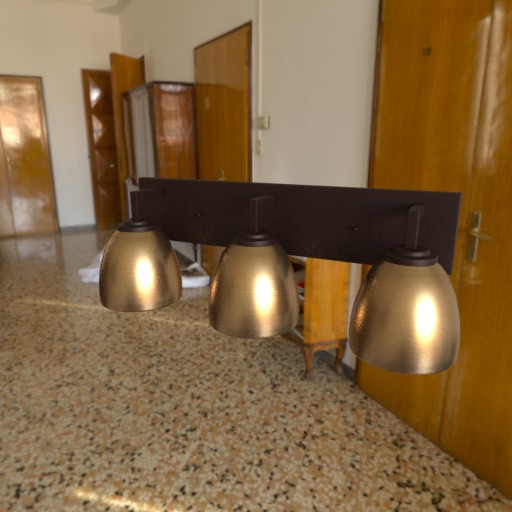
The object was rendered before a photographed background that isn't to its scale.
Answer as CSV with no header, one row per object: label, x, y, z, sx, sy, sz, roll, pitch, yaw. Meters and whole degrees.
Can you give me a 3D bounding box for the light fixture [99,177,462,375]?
light fixture,0.000,0.000,0.671,0.582,0.204,0.157,7,17,25
